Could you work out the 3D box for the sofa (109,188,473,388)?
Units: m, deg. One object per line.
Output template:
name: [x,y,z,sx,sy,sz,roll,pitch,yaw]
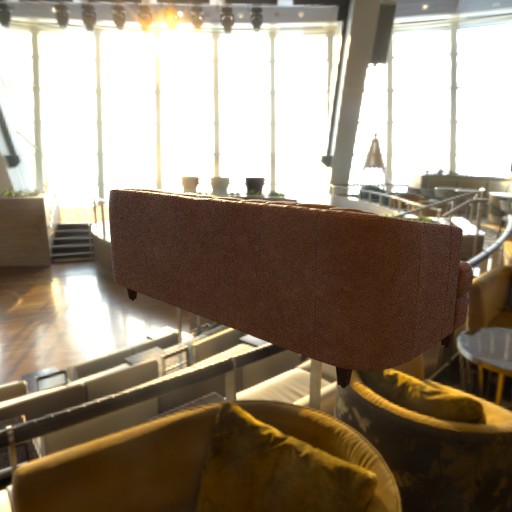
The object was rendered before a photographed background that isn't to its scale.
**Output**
sofa: [0.000,0.000,2.716,2.257,0.791,0.922,12,17,42]
